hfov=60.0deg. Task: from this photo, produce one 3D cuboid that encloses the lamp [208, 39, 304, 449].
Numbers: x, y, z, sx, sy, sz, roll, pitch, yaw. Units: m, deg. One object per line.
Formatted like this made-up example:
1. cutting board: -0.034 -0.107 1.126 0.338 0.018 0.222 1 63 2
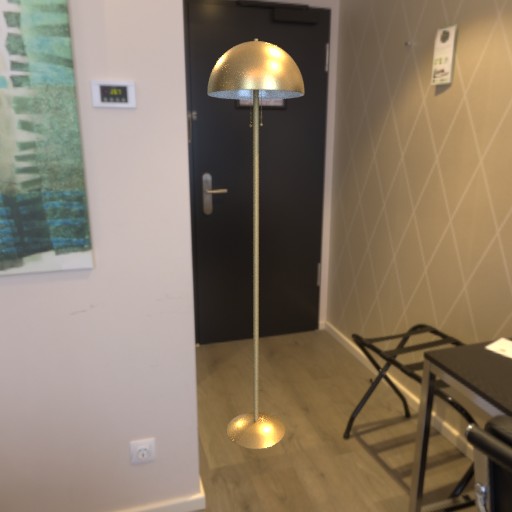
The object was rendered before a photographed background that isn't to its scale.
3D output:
1. lamp: 0.000 0.000 1.650 0.328 1.480 0.328 13 19 41
